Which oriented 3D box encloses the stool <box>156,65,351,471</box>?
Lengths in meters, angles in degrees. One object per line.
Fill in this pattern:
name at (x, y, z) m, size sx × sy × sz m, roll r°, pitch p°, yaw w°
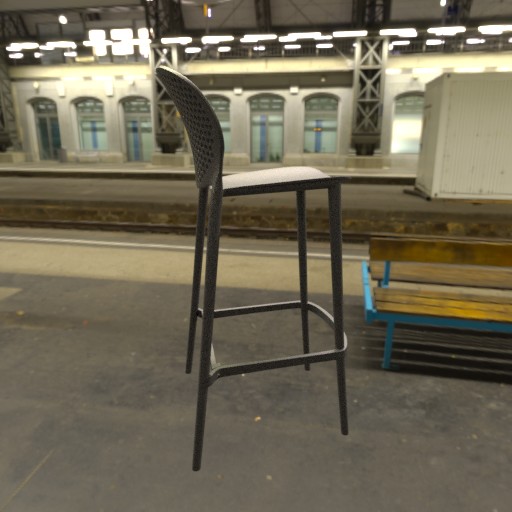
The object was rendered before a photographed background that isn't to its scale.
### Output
stool at (0.000, 0.000, 1.351) m, size 0.535 × 1.045 × 0.536 m, roll -3°, pitch 16°, yaw -10°
